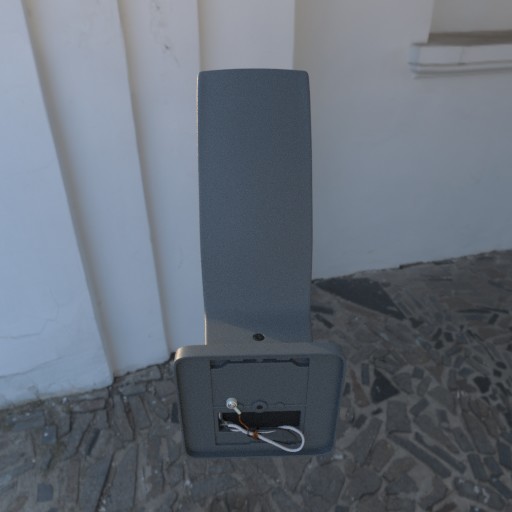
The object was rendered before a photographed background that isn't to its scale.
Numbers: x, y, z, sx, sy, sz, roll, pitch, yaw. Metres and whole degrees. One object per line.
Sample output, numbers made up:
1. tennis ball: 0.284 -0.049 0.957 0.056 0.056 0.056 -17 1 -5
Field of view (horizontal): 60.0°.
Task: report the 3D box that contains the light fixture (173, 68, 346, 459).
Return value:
1. light fixture: 0.000 0.000 0.331 0.108 0.243 0.174 -1 30 -2
